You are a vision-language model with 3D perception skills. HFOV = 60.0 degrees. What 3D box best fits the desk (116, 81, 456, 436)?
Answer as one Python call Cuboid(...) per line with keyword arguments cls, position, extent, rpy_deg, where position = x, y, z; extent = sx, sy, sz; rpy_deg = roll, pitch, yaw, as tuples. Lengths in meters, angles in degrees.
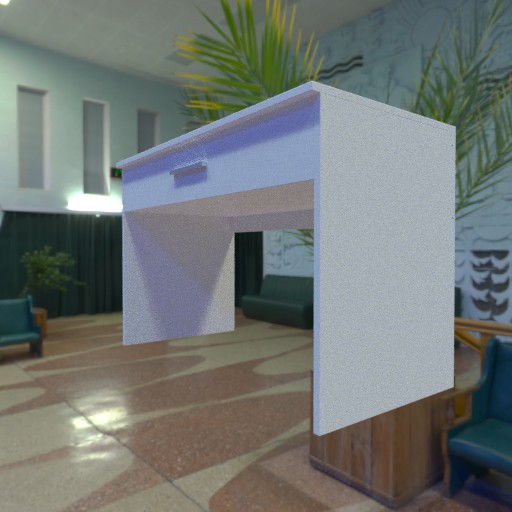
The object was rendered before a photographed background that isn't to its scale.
Cuboid(cls="desk", position=(0.000, 0.000, 1.507), extent=(0.560, 0.730, 1.100), rpy_deg=(-1, 1, -38))
